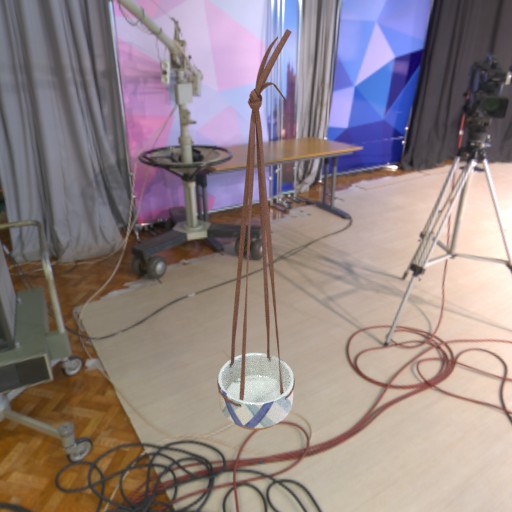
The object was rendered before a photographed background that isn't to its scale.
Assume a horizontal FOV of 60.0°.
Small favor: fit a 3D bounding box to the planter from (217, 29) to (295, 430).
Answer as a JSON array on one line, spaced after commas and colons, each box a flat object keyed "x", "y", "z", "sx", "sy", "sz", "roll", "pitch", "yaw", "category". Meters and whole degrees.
[{"x": 0.000, "y": 0.000, "z": 0.823, "sx": 0.166, "sy": 0.751, "sz": 0.166, "roll": 8, "pitch": 28, "yaw": 16, "category": "planter"}]
